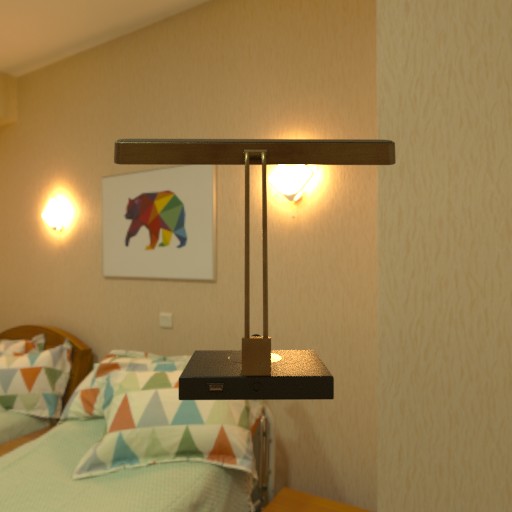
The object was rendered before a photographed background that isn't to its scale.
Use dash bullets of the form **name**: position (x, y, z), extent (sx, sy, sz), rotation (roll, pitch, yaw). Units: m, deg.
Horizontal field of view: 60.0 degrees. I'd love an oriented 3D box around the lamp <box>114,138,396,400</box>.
- **lamp**: position (0.000, 0.000, 0.606), extent (0.412, 0.345, 0.156), rotation (0, 0, -1)
